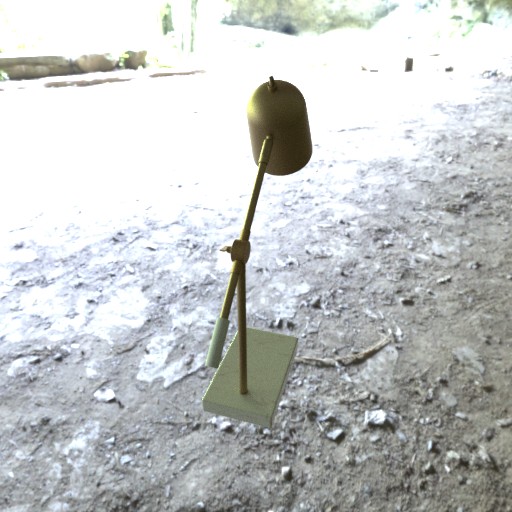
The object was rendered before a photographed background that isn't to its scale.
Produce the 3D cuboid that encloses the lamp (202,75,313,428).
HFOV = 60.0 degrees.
[{"bbox_3d":[0.000,0.000,0.826,0.144,0.603,0.471,9,33,15],"label":"lamp"}]
